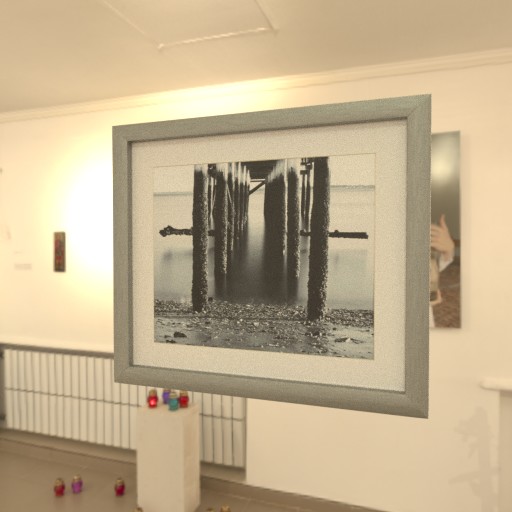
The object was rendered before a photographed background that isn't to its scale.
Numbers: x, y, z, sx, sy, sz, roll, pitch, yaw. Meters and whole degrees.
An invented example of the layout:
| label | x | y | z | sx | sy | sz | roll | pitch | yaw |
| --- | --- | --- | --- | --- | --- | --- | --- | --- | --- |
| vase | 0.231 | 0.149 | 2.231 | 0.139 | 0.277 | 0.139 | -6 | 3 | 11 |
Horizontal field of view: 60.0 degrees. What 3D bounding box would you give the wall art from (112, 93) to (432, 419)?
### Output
| label | x | y | z | sx | sy | sz | roll | pitch | yaw |
| --- | --- | --- | --- | --- | --- | --- | --- | --- | --- |
| wall art | 0.000 | 0.000 | 0.521 | 0.380 | 0.330 | 0.028 | 0 | 1 | 19 |
